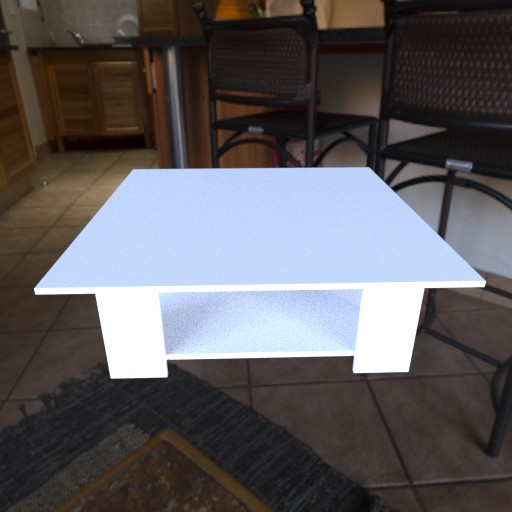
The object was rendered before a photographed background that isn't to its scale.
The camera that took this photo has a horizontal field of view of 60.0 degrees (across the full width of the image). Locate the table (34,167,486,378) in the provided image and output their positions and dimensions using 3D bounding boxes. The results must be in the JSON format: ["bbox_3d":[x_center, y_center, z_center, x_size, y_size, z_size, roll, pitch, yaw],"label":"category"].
[{"bbox_3d":[0.000,0.000,1.338,0.890,0.305,0.890,-1,26,-2],"label":"table"}]
